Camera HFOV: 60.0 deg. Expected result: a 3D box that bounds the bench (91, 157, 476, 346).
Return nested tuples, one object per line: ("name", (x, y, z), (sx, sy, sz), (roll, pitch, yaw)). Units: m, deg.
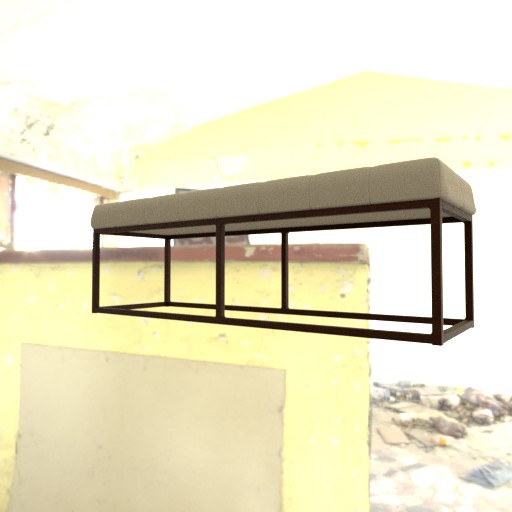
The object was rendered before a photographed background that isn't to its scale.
("bench", (0.000, 0.000, 1.718), (1.488, 0.488, 0.479), (-1, -2, 36))
